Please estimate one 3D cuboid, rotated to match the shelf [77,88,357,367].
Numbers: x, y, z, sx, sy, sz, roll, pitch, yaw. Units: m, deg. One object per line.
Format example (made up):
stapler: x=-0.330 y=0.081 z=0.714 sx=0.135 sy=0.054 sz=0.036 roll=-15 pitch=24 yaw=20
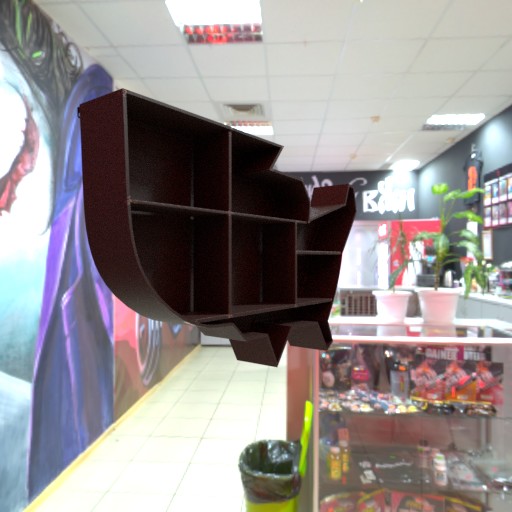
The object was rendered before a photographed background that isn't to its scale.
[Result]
shelf: x=0.000 y=0.000 z=0.905 sx=0.112 sy=0.439 sz=0.729 roll=0 pitch=0 yaw=37
